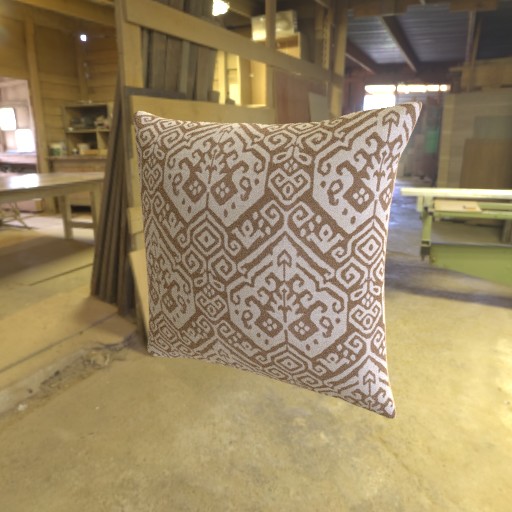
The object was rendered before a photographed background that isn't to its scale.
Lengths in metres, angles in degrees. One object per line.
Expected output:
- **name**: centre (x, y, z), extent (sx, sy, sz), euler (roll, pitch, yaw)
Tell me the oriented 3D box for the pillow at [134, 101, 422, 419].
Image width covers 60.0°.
- **pillow**: centre (0.000, 0.000, 0.636), extent (0.419, 0.407, 0.173), euler (7, 16, 25)
